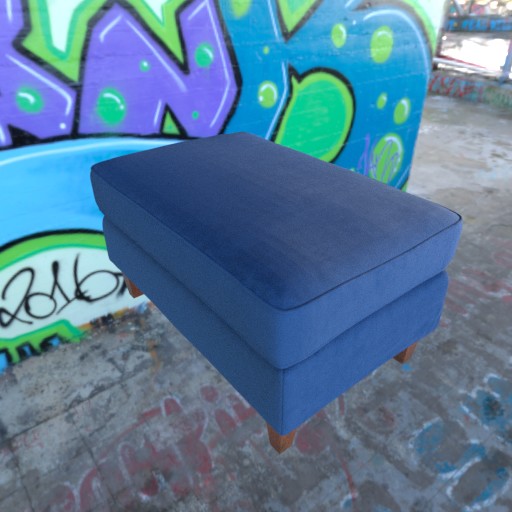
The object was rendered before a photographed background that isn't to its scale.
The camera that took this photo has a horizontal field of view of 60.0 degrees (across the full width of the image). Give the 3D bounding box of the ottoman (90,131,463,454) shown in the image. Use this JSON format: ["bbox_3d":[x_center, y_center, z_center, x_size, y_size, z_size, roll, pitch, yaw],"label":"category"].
[{"bbox_3d":[0.000,0.000,1.239,0.583,0.484,0.862,-23,39,-32],"label":"ottoman"}]
